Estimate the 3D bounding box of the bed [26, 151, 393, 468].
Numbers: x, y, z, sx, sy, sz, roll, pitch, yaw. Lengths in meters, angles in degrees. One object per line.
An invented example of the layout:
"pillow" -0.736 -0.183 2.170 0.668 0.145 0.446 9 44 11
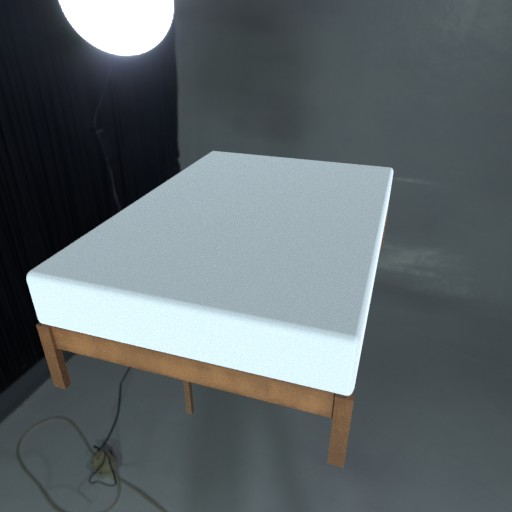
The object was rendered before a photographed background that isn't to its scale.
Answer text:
"bed" 0.000 0.000 2.539 1.348 0.616 1.927 9 30 16
